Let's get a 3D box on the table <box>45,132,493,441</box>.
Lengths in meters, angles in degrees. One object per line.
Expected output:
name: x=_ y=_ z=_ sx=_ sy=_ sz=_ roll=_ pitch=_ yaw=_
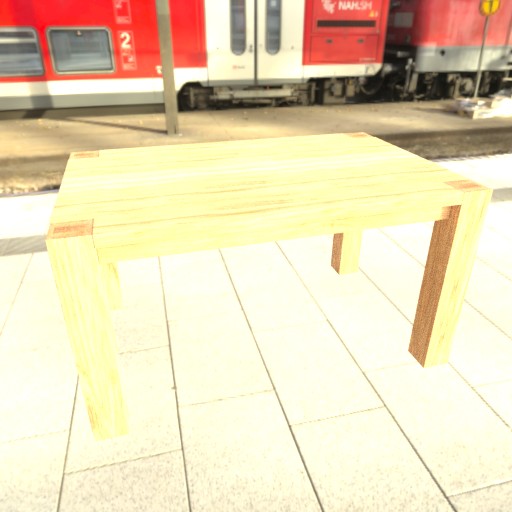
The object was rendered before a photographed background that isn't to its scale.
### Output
table: x=0.000 y=0.000 z=1.876 sx=1.400 sy=0.760 sz=0.900 roll=-8 pitch=29 yaw=-14
